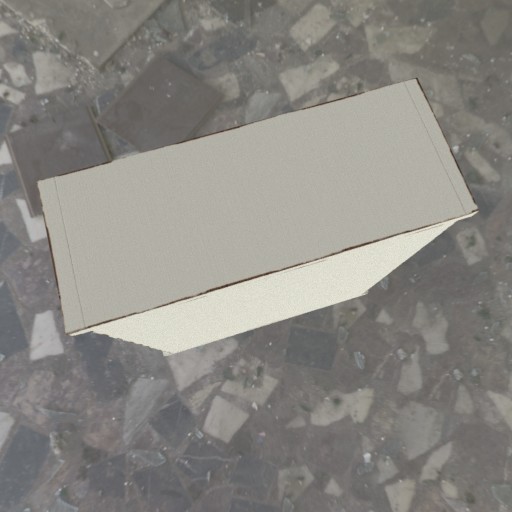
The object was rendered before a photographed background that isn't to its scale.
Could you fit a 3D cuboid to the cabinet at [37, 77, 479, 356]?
[{"bbox_3d":[0.000,0.000,0.869,0.541,0.603,0.210,-17,76,-4],"label":"cabinet"}]
